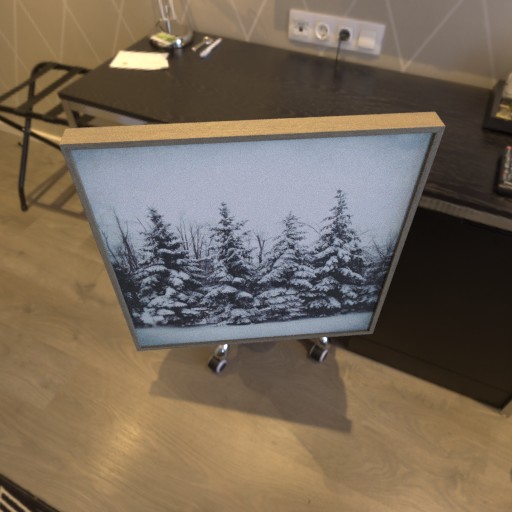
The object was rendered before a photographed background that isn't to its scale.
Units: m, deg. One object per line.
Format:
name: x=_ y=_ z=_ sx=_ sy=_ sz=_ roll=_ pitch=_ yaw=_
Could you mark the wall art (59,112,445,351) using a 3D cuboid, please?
wall art: x=0.000 y=0.000 z=0.779 sx=0.507 sy=0.507 sz=0.037 roll=-4 pitch=47 yaw=-3
